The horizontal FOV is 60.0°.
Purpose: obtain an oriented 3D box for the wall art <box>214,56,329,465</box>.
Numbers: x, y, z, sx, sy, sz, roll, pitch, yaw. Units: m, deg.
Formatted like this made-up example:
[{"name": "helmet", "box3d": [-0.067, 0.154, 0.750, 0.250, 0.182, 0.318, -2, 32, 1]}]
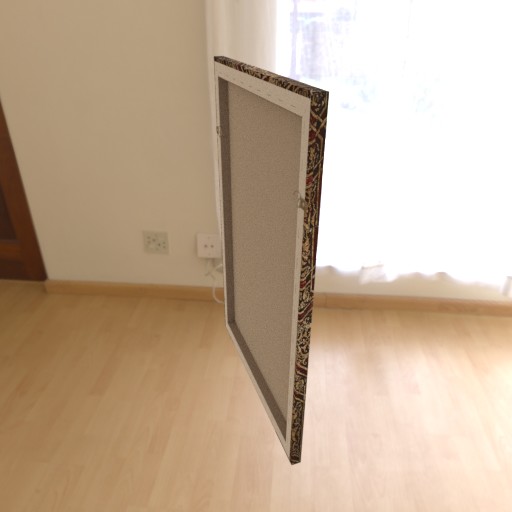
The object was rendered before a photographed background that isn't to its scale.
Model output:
[{"name": "wall art", "box3d": [0.000, 0.000, 0.767, 0.020, 0.599, 0.397, -10, 31, -17]}]
